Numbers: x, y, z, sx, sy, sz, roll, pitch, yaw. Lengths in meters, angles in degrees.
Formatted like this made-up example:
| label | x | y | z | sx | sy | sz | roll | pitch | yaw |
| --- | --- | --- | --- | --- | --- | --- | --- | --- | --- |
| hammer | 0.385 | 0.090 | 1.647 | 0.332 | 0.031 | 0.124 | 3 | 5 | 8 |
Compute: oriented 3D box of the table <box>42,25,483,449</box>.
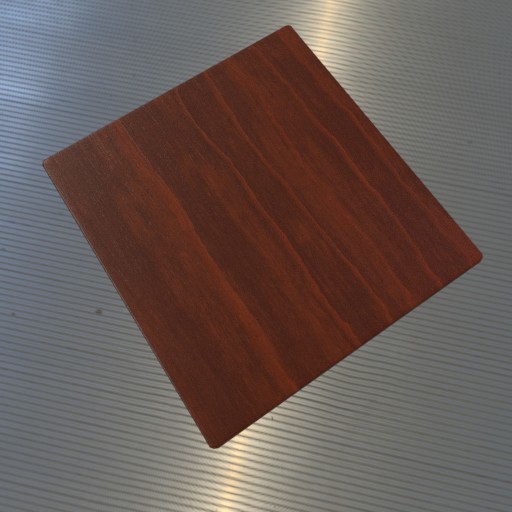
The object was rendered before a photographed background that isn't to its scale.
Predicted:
| label | x | y | z | sx | sy | sz | roll | pitch | yaw |
| --- | --- | --- | --- | --- | --- | --- | --- | --- | --- |
| table | 0.000 | 0.000 | 0.978 | 0.500 | 0.567 | 0.533 | -33 | 77 | -9 |
